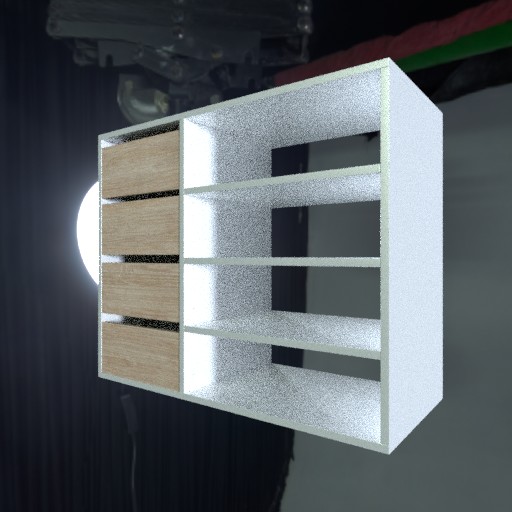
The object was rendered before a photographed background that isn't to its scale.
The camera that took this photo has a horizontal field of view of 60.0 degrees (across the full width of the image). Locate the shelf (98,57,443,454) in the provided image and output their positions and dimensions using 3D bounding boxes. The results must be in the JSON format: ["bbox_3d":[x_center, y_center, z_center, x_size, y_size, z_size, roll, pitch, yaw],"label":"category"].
[{"bbox_3d":[0.000,0.000,1.239,0.895,0.732,0.396,0,0,36],"label":"shelf"}]
